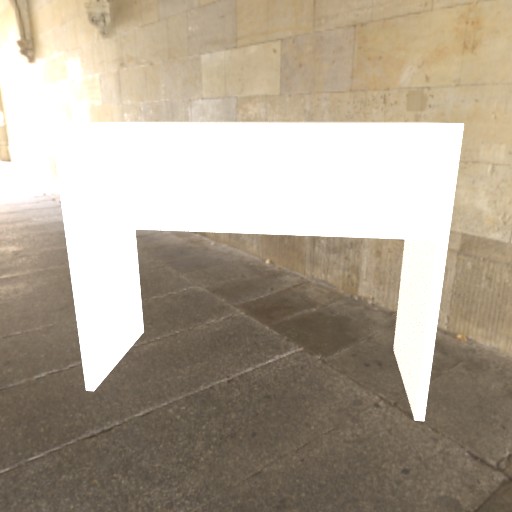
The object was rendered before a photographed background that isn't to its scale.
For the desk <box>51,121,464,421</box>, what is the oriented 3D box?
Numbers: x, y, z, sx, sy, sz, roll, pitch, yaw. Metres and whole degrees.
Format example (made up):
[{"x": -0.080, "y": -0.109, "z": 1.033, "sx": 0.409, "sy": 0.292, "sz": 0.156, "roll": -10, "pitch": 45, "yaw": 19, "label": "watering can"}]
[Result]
[{"x": 0.000, "y": 0.000, "z": 1.369, "sx": 1.000, "sy": 0.790, "sz": 0.400, "roll": 3, "pitch": 18, "yaw": 8, "label": "desk"}]
